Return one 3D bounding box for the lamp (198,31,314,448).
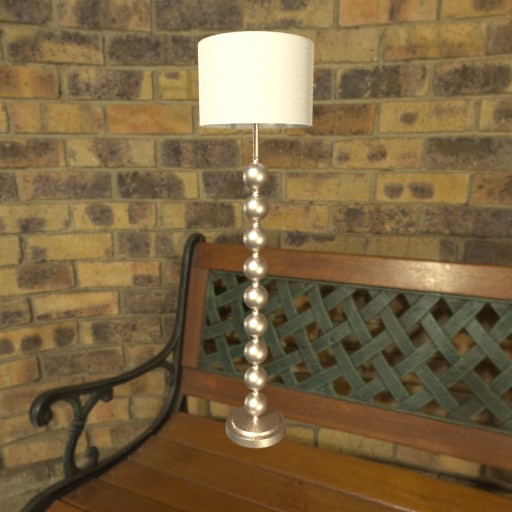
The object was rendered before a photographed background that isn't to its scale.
[{"bbox_3d":[0.000,0.000,1.672,0.394,1.474,0.394,-2,14,-7],"label":"lamp"}]
